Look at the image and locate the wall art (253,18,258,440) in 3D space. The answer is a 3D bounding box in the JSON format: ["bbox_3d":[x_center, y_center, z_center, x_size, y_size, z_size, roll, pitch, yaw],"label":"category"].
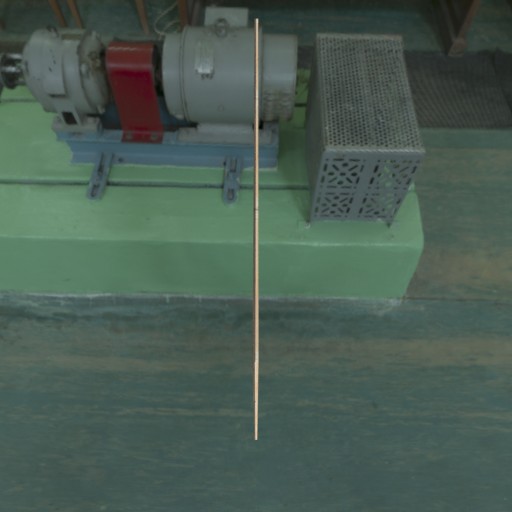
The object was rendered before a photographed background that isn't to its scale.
[{"bbox_3d":[0.000,0.000,1.776,0.013,1.218,1.216,0,60,0],"label":"wall art"}]
